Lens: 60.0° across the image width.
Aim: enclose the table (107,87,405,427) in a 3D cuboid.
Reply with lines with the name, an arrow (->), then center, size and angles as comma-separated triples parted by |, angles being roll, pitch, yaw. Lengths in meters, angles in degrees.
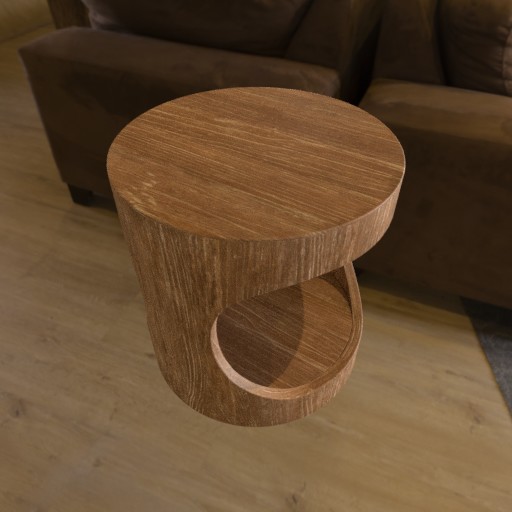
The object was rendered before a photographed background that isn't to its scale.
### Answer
table -> 0.000, 0.000, 0.992 | 0.527, 0.551, 0.527 | 0, 43, 0
